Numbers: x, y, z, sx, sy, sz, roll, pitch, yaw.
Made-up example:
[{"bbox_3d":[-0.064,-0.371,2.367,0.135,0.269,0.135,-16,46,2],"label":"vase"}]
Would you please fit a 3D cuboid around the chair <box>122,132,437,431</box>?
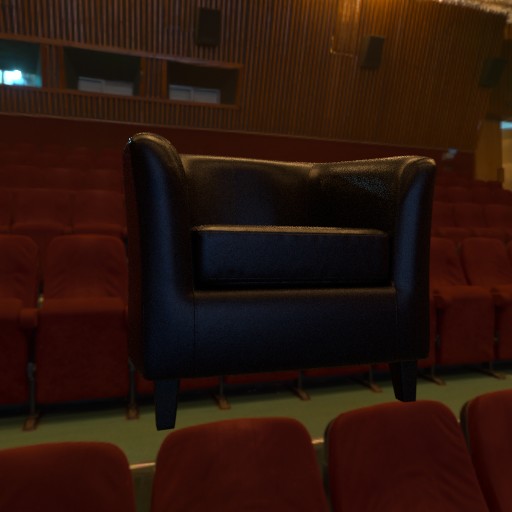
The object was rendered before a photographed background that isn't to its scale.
[{"bbox_3d":[0.000,0.000,1.364,0.793,0.756,0.727,0,-1,-18],"label":"chair"}]
